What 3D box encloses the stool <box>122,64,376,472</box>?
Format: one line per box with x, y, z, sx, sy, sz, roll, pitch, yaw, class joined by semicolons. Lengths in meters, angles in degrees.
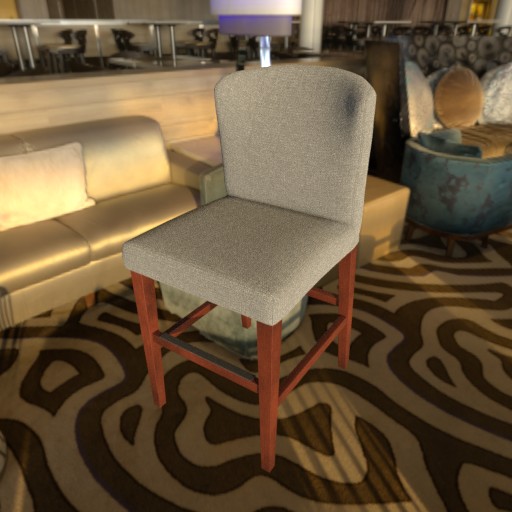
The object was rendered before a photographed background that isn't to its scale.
0.000;0.000;1.262;0.479;0.968;0.568;17;32;30;stool
